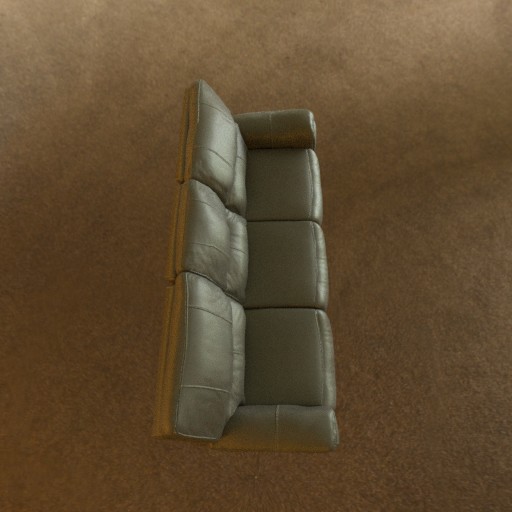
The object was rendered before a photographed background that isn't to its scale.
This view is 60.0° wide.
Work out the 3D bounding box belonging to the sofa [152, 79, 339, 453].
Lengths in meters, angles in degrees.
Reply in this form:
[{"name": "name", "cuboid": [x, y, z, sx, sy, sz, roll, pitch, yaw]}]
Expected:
[{"name": "sofa", "cuboid": [0.000, 0.000, 3.219, 1.104, 1.134, 2.627, 0, 63, 0]}]
